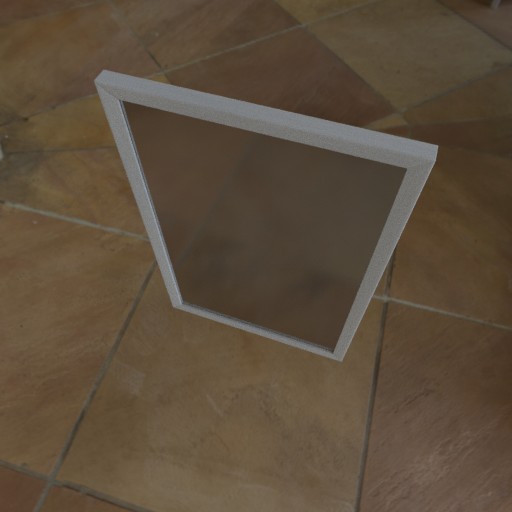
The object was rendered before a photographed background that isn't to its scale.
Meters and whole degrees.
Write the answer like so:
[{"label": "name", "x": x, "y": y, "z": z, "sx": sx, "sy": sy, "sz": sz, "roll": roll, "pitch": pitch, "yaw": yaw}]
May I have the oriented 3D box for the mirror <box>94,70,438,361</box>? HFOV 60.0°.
[{"label": "mirror", "x": 0.000, "y": 0.000, "z": 1.142, "sx": 0.609, "sy": 0.915, "sz": 0.040, "roll": 16, "pitch": 58, "yaw": 10}]
